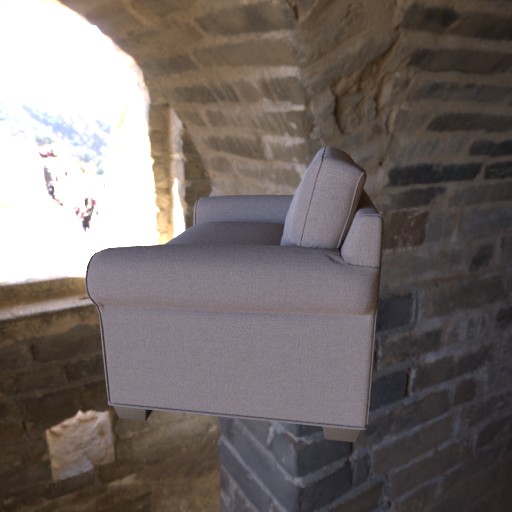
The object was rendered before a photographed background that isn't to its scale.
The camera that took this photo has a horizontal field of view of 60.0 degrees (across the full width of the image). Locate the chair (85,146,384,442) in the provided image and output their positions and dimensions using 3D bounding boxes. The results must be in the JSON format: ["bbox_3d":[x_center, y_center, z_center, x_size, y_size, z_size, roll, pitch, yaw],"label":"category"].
[{"bbox_3d":[0.000,0.000,1.987,0.930,0.930,1.390,2,16,9],"label":"chair"}]
